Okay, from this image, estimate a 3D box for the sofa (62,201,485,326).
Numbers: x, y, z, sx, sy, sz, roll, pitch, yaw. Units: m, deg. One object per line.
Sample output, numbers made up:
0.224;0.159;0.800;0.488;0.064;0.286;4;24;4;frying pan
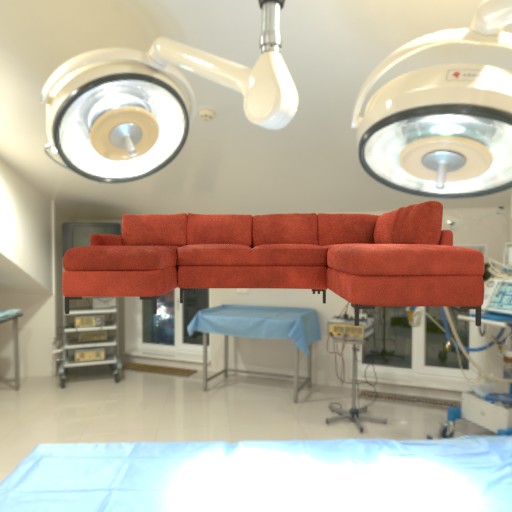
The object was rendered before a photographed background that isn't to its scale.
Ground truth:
0.000;0.000;3.803;2.971;0.858;1.981;0;1;1;sofa
